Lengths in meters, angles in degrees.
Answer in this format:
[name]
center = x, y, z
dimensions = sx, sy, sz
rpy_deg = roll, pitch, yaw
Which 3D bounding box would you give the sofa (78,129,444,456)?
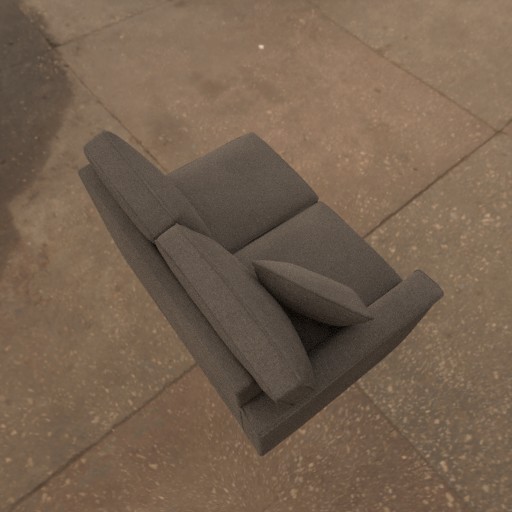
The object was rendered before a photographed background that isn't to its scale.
[sofa]
center = 0.000, 0.000, 2.117
dimensions = 0.991, 0.989, 1.388
rpy_deg = -33, 65, -18
